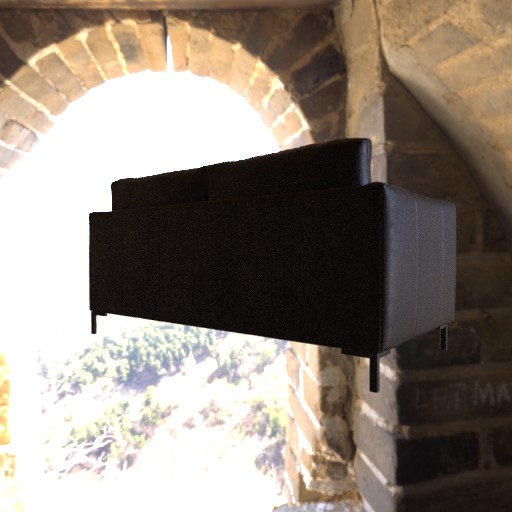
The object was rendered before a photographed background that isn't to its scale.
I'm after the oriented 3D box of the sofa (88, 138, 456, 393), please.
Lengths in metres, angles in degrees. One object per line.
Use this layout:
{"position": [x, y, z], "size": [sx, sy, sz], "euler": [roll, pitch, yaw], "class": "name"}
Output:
{"position": [0.000, 0.000, 2.308], "size": [1.805, 0.883, 0.947], "euler": [0, 1, 36], "class": "sofa"}
